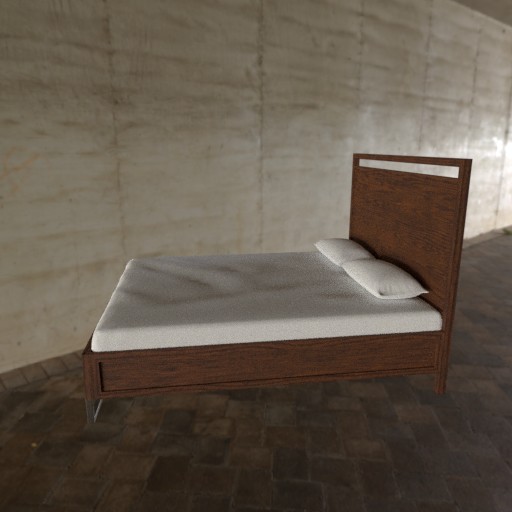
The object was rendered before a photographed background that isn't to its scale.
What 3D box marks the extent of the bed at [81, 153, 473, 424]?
[{"bbox_3d":[0.000,0.000,3.375,2.218,1.487,1.765,-2,14,-8],"label":"bed"}]
